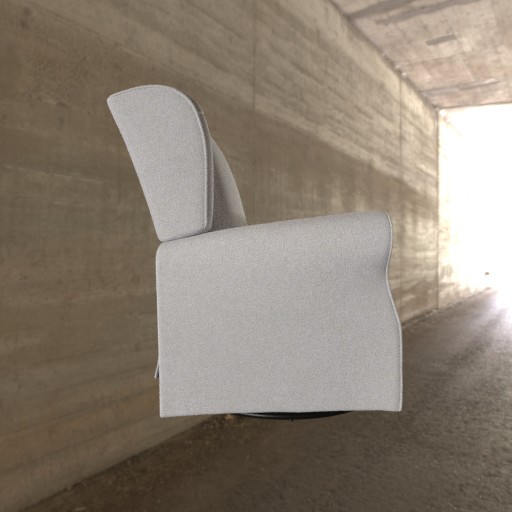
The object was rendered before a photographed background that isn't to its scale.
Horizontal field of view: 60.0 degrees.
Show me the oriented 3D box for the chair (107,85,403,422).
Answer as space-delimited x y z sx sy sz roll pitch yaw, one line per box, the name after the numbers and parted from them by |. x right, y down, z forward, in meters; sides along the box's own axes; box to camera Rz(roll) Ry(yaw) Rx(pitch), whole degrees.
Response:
0.000 0.000 1.622 0.854 0.967 0.906 0 0 -1 | chair
